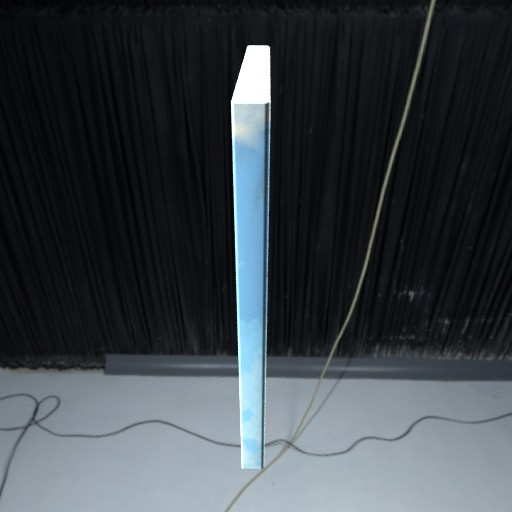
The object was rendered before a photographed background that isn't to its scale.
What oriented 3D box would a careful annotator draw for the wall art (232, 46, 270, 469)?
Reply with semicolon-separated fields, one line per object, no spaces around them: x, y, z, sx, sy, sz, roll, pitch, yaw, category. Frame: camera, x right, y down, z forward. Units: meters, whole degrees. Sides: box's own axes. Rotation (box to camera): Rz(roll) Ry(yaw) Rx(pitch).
0.000;0.000;0.762;0.038;0.610;0.401;1;32;1;wall art
